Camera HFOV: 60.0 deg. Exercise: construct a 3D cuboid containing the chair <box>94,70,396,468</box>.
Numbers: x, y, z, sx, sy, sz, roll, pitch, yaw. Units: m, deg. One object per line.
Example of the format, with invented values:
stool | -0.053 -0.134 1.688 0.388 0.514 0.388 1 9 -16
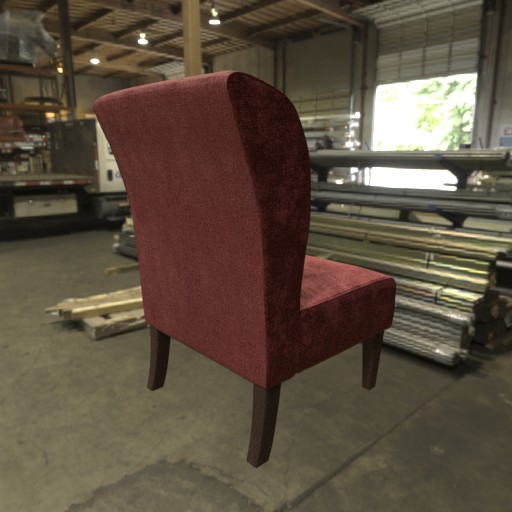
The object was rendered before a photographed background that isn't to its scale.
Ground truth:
chair | 0.000 0.000 1.228 0.640 0.846 0.538 -12 18 -41
